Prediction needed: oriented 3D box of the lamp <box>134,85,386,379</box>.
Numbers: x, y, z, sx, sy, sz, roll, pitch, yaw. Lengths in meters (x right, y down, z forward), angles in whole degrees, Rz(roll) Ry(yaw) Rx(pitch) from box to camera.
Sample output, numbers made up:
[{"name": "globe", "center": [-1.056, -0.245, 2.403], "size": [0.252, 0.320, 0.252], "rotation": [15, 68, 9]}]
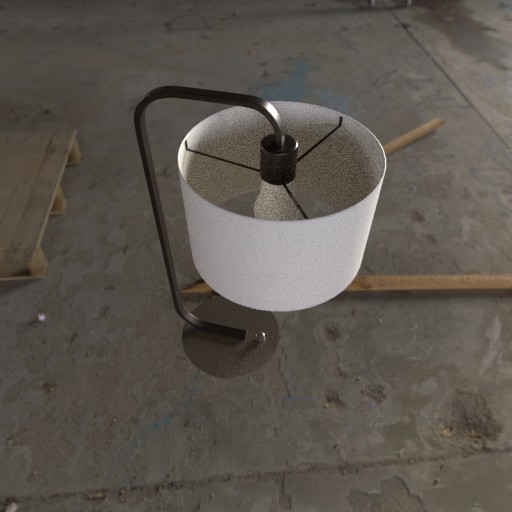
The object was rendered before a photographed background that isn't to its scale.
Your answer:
[{"name": "lamp", "center": [0.000, 0.000, 0.629], "size": [0.288, 0.473, 0.230], "rotation": [11, 48, 10]}]
